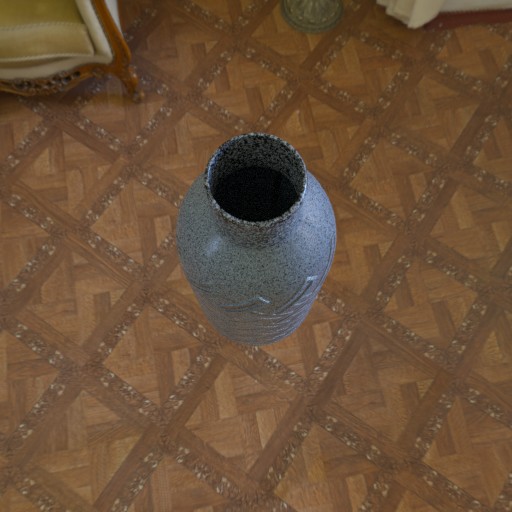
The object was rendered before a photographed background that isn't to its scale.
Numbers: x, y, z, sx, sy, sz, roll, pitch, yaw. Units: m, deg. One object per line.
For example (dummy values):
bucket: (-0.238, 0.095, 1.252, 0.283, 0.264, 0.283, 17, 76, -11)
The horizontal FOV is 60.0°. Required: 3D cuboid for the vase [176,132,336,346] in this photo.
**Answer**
vase: (0.000, 0.000, 0.352, 0.122, 0.282, 0.122, 0, 74, 0)
